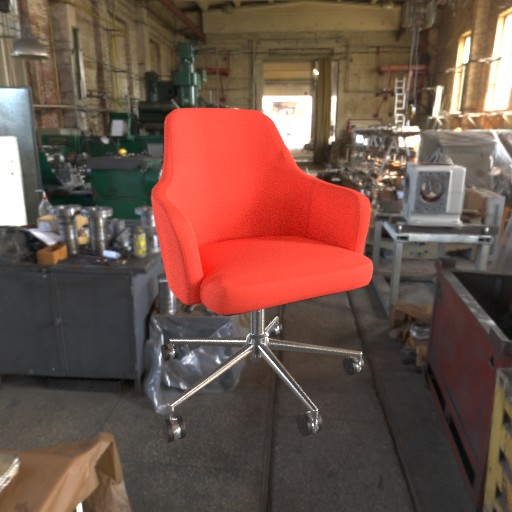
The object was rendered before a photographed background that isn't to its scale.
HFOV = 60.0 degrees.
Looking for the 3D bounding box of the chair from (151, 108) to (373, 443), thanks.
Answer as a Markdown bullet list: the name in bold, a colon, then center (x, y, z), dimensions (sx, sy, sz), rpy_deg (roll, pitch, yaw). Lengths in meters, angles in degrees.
- **chair**: center (0.000, 0.000, 1.261), dimensions (0.655, 0.820, 0.600), rpy_deg (-9, 18, -27)
